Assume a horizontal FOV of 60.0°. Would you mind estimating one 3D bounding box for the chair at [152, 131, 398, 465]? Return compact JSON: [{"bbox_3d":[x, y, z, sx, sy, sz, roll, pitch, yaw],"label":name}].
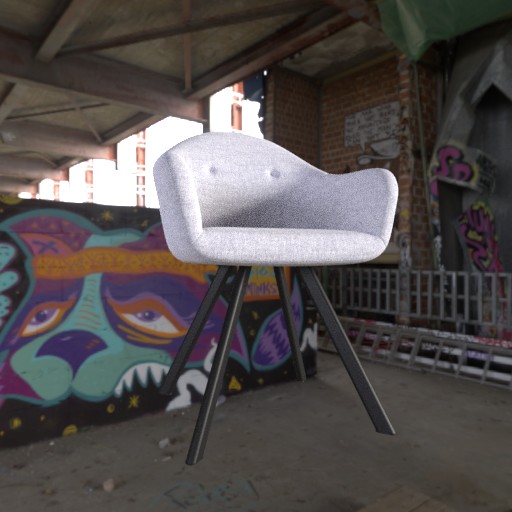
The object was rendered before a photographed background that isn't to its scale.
[{"bbox_3d":[0.000,0.000,1.163,0.540,0.780,0.570,0,0,-19],"label":"chair"}]
